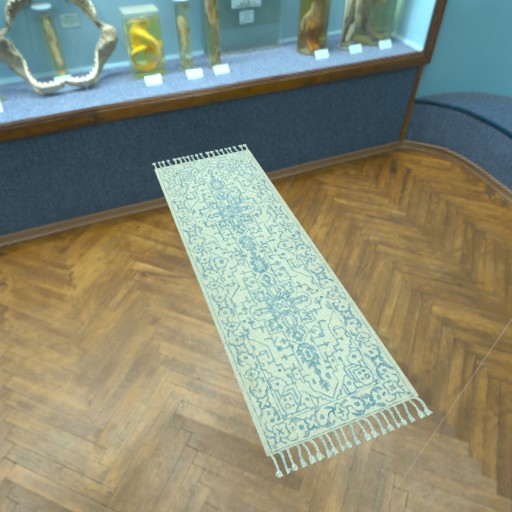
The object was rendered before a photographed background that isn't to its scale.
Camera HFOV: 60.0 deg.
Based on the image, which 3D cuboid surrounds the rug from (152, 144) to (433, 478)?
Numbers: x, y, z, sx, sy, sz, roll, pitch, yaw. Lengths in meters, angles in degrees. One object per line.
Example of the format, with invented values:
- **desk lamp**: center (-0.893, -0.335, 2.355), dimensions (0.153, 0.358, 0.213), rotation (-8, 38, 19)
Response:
- **rug**: center (0.000, 0.000, 2.704), dimensions (0.774, 0.011, 2.449), rotation (-15, 47, -15)
